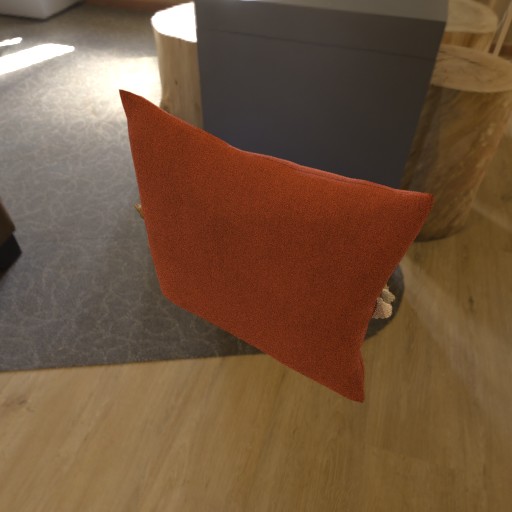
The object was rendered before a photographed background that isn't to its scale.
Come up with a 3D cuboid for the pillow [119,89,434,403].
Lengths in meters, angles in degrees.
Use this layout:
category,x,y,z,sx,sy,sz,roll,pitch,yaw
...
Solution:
category,x,y,z,sx,sy,sz,roll,pitch,yaw
pillow,0.000,0.000,0.746,0.490,0.482,0.165,25,51,22
